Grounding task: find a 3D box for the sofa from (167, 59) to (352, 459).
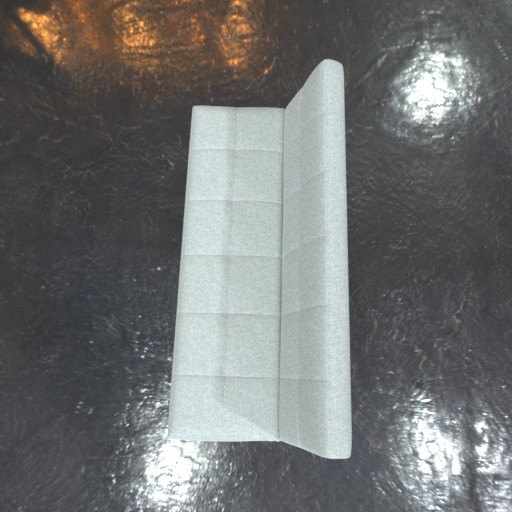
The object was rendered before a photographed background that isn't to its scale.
[{"bbox_3d":[0.000,0.000,2.286,0.800,0.800,1.820,2,75,0],"label":"sofa"}]
